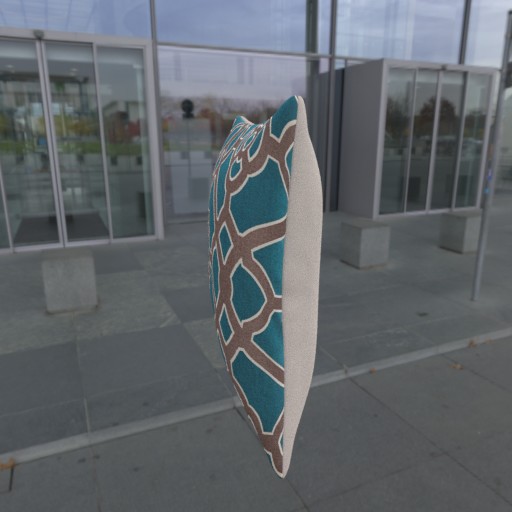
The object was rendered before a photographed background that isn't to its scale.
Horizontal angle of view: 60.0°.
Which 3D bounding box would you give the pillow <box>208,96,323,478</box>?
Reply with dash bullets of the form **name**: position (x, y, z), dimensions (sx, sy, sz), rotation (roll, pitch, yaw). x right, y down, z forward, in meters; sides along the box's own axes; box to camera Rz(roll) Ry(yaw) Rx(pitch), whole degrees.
- **pillow**: position (0.000, 0.000, 0.803), dimensions (0.166, 0.507, 0.526), rotation (-2, 15, -9)
